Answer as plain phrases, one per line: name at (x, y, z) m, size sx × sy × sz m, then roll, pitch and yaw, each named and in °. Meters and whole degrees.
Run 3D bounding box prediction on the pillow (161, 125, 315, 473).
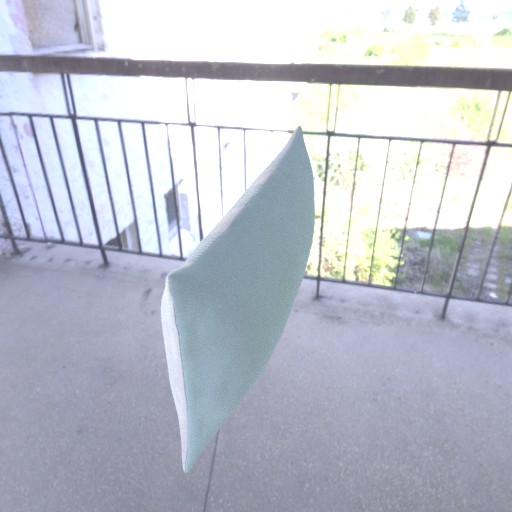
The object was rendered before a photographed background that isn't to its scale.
pillow at (0.000, 0.000, 0.725) m, size 0.151 × 0.287 × 0.610 m, roll 8°, pitch 30°, yaw 14°
